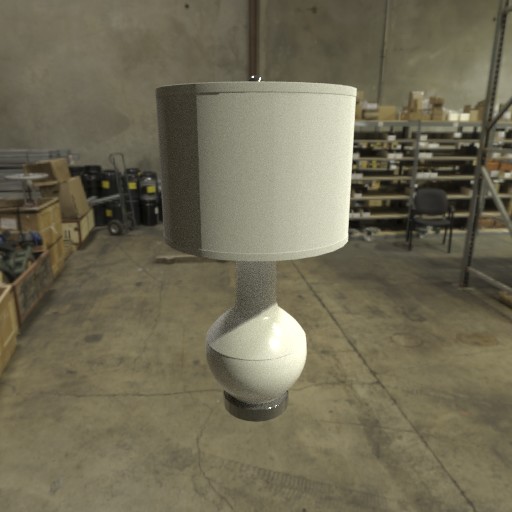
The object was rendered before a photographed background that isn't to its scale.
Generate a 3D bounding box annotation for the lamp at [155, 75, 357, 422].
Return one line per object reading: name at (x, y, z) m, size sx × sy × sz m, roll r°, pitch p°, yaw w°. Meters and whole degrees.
lamp at (0.000, 0.000, 0.887) m, size 0.357 × 0.673 × 0.357 m, roll -3°, pitch 17°, yaw -8°
